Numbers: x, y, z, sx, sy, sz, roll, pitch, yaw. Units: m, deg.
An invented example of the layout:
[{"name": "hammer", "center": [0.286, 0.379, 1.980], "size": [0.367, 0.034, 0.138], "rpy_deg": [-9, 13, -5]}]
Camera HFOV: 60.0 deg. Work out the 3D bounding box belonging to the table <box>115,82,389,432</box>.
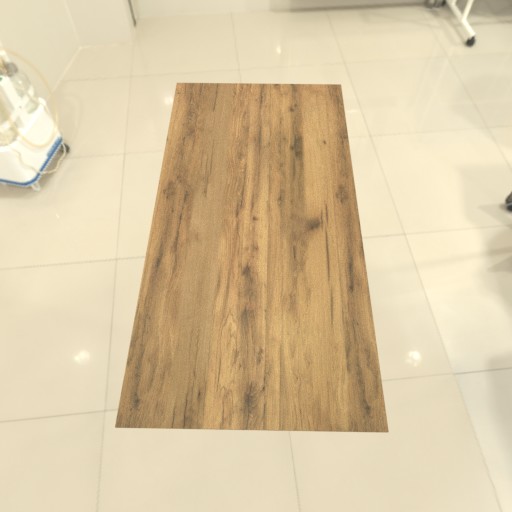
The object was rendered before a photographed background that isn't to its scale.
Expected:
[{"name": "table", "center": [0.000, 0.000, 2.481], "size": [1.000, 0.770, 2.000], "rpy_deg": [1, 57, 1]}]
